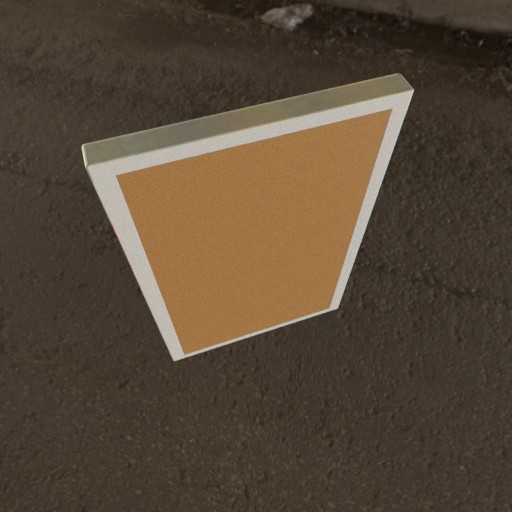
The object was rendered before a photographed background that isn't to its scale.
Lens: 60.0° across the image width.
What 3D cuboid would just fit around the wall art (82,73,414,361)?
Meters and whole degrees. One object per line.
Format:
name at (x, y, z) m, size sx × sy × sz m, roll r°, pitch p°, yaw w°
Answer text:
wall art at (0.000, 0.000, 0.776) m, size 0.401 × 0.610 × 0.038 m, roll -16°, pitch 59°, yaw -10°
